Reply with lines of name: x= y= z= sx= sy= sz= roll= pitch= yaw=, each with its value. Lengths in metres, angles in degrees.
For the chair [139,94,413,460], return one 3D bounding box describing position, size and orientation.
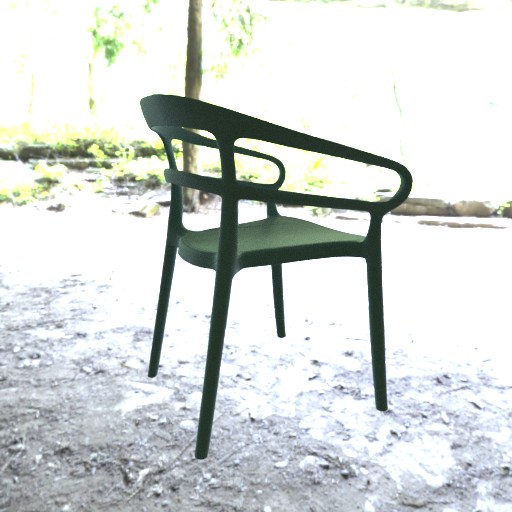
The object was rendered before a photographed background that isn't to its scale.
chair: x=0.000 y=0.000 z=1.147 sx=0.527 sy=0.761 sz=0.559 roll=-8 pitch=16 yaw=-27
